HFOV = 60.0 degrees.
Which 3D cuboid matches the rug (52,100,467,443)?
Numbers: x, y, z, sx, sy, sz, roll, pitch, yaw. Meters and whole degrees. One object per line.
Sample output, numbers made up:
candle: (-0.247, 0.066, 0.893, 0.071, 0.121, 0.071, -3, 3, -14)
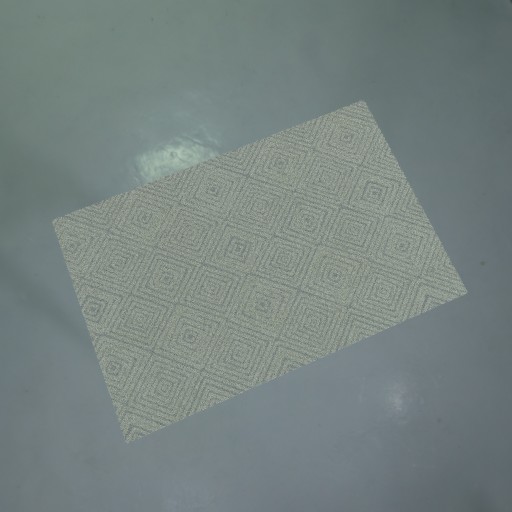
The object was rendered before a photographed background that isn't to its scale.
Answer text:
rug: (0.000, 0.000, 2.199, 1.753, 0.008, 1.143, -22, 78, -5)
